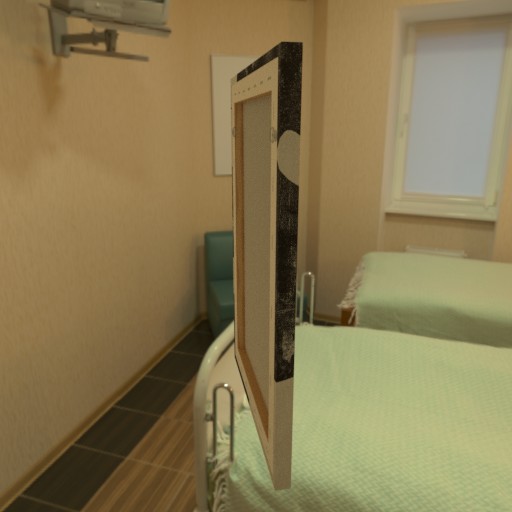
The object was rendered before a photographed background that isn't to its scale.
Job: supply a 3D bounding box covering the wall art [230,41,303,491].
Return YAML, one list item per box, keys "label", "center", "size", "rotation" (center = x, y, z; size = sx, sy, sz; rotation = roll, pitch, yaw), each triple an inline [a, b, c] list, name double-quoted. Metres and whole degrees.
- label: "wall art"
  center: [0.000, 0.000, 1.150]
  size: [0.041, 0.915, 0.610]
  rotation: [-3, 17, -11]
